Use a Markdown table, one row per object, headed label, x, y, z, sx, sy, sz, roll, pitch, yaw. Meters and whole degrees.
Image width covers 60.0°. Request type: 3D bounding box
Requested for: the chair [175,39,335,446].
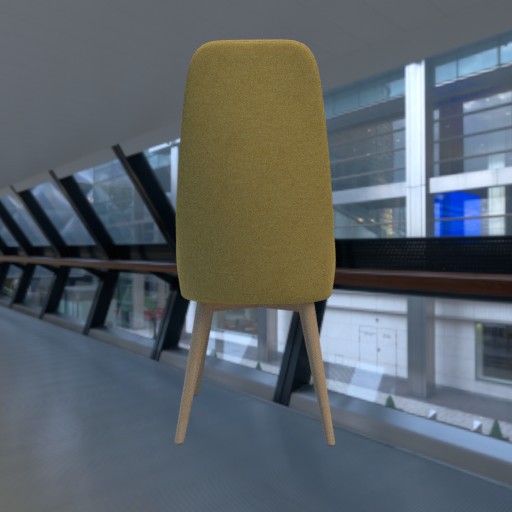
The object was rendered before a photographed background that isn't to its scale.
| label | x | y | z | sx | sy | sz | roll | pitch | yaw |
| --- | --- | --- | --- | --- | --- | --- | --- | --- | --- |
| chair | 0.000 | 0.000 | 1.383 | 0.510 | 1.040 | 0.660 | 0 | -1 | 1 |
